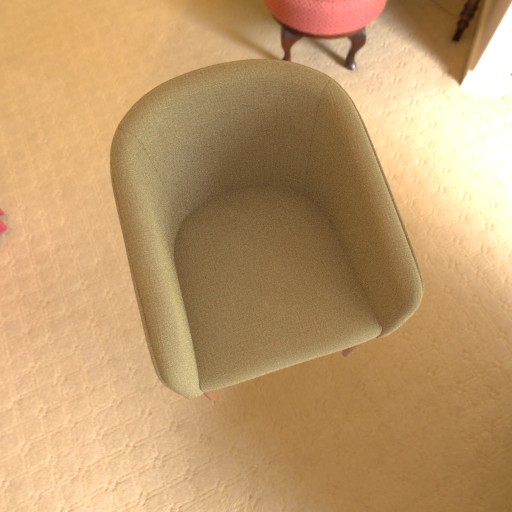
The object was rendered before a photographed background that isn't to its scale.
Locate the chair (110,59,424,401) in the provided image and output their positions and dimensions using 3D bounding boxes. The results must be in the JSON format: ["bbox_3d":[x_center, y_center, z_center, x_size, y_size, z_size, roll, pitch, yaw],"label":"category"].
[{"bbox_3d":[0.000,0.000,1.200,0.584,0.775,0.616,-16,66,-7],"label":"chair"}]
